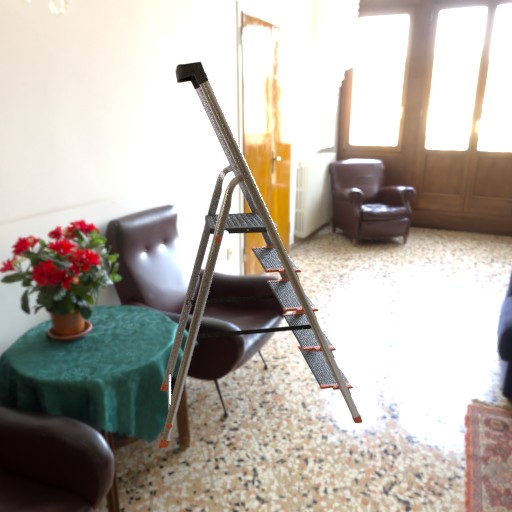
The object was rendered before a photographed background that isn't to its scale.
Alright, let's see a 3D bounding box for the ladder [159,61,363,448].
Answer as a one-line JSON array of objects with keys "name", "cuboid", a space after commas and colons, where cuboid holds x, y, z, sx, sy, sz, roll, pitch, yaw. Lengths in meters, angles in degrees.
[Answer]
[{"name": "ladder", "cuboid": [0.000, 0.000, 2.091, 0.995, 1.646, 0.480, -3, 18, -10]}]
